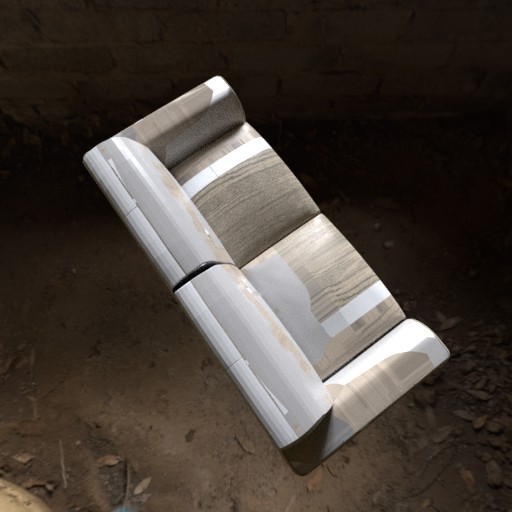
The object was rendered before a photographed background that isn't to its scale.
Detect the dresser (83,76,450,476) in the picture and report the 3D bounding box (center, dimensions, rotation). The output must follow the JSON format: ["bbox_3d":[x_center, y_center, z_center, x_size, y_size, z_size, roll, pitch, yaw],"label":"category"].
[{"bbox_3d":[0.000,0.000,5.606,2.251,1.863,4.679,-35,76,-10],"label":"dresser"}]
